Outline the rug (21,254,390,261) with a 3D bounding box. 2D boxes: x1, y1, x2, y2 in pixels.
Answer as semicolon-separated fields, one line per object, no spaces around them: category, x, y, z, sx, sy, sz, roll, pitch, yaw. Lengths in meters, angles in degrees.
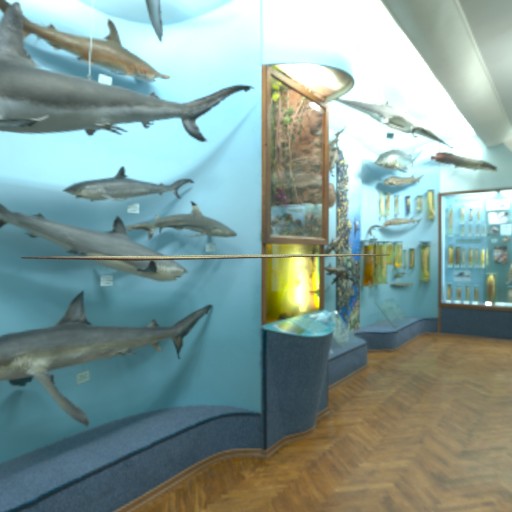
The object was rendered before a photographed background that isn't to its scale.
rug;0.000;0.000;2.711;0.792;0.006;2.437;0;1;37
